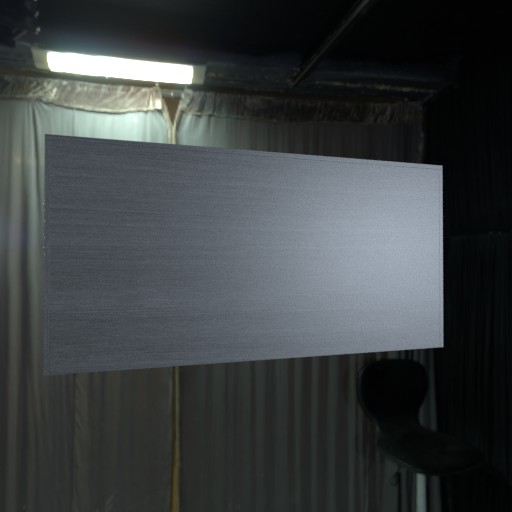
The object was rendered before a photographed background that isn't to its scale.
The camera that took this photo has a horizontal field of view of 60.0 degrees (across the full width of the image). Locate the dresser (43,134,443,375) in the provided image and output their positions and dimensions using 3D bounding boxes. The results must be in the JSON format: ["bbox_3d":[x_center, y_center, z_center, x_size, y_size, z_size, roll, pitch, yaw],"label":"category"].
[{"bbox_3d":[0.000,0.000,1.889,1.590,0.795,0.400,0,-1,-18],"label":"dresser"}]
